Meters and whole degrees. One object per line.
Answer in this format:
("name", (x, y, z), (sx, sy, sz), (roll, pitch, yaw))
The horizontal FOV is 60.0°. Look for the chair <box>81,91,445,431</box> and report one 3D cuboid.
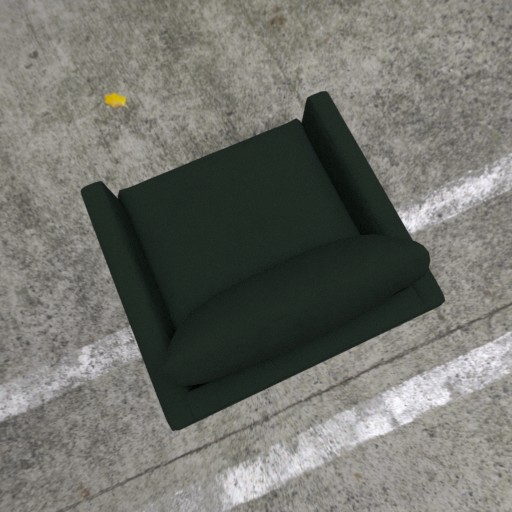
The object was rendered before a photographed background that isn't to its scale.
("chair", (0.000, 0.000, 1.622), (0.963, 0.861, 0.866), (-24, 76, -6))
